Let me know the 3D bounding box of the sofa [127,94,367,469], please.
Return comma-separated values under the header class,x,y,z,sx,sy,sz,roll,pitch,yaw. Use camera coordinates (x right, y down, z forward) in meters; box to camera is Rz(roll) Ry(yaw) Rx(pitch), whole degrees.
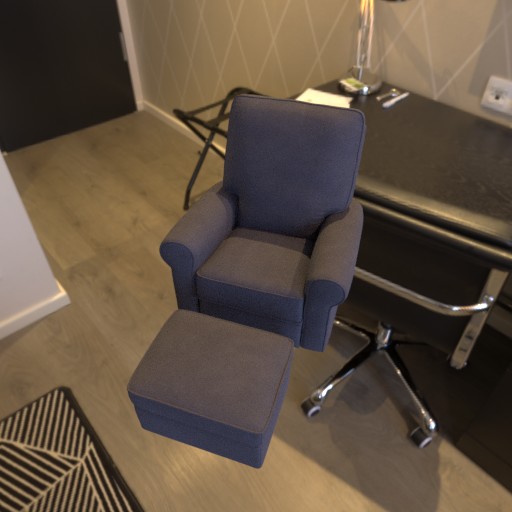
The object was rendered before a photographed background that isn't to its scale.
class,x,y,z,sx,sy,sz,roll,pitch,yaw
sofa,0.000,0.000,2.016,0.880,0.959,1.478,13,44,14
